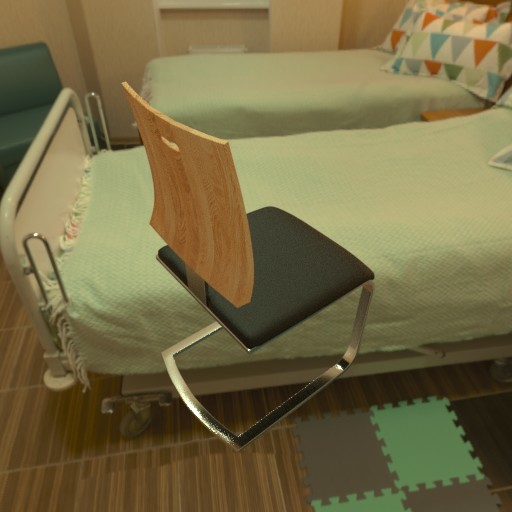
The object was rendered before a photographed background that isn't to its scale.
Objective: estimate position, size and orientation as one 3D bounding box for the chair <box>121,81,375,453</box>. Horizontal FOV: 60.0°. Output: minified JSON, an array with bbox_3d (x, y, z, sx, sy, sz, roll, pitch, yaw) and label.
[{"bbox_3d":[0.000,0.000,1.229,0.560,0.936,0.462,-27,47,-29],"label":"chair"}]
